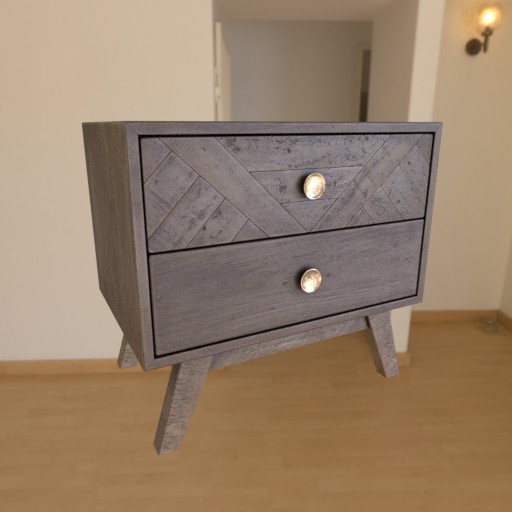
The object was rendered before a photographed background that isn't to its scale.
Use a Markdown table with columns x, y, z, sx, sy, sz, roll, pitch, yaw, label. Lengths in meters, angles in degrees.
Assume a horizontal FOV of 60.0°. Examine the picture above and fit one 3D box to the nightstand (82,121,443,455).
| x | y | z | sx | sy | sz | roll | pitch | yaw | label |
| --- | --- | --- | --- | --- | --- | --- | --- | --- | --- |
| 0.000 | 0.000 | 1.037 | 0.650 | 0.599 | 0.450 | -9 | 19 | -27 | nightstand |
